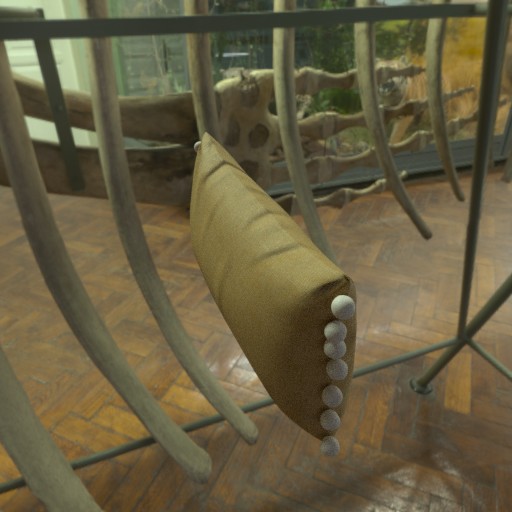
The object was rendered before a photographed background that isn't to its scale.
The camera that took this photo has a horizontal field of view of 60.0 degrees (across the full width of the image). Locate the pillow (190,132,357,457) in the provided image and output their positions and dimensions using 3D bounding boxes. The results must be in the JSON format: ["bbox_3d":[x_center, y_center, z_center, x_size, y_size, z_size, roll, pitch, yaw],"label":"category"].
[{"bbox_3d":[0.000,0.000,0.864,0.201,0.322,0.709,-11,32,-18],"label":"pillow"}]
